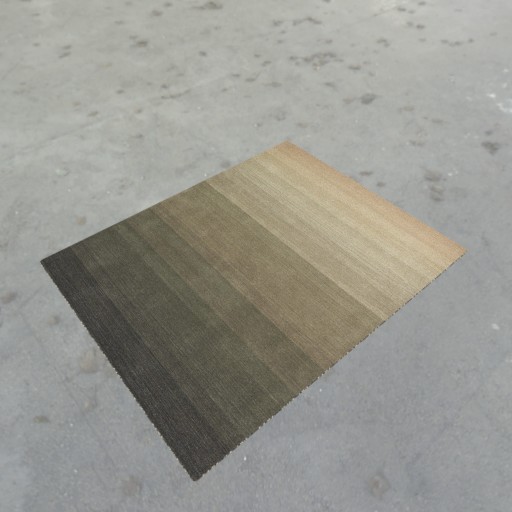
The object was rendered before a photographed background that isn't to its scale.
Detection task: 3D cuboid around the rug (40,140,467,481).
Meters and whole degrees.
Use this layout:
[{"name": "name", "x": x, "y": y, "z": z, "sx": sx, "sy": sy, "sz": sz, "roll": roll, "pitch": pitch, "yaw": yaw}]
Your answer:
[{"name": "rug", "x": 0.000, "y": 0.000, "z": 3.819, "sx": 2.902, "sy": 0.017, "sz": 2.305, "roll": -32, "pitch": 54, "yaw": -26}]
